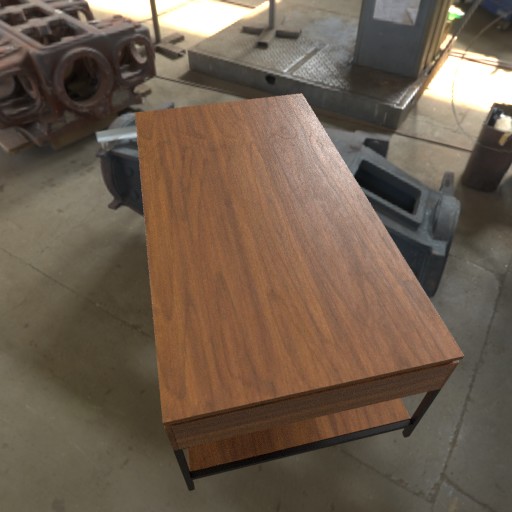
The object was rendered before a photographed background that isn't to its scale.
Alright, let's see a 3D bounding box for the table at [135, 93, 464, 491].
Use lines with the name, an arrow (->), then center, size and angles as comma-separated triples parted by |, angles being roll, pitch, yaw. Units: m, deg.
table -> 0.000, 0.000, 1.305 | 0.574, 0.414, 1.057 | -10, 48, -9
